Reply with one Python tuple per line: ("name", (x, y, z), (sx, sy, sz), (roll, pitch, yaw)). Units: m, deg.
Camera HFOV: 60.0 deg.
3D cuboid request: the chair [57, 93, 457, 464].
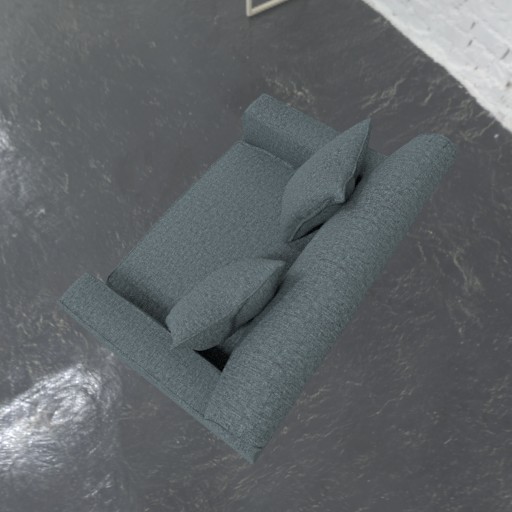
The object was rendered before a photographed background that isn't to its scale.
("chair", (0.000, 0.000, 1.972), (1.000, 0.948, 1.383), (33, 68, 15))
